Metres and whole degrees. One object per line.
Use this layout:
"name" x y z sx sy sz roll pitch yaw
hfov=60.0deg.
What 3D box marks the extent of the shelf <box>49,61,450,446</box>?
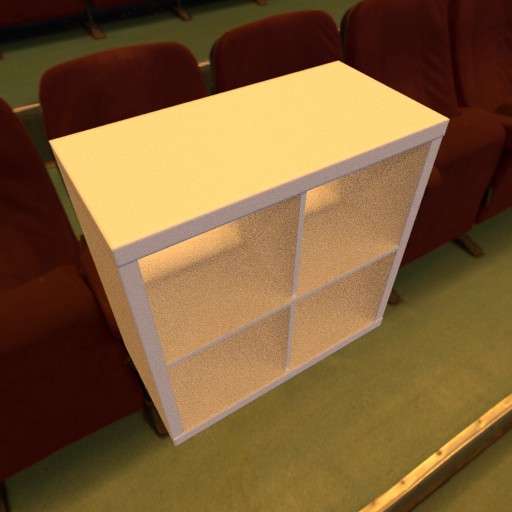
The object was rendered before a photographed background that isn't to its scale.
"shelf" 0.000 0.000 1.249 0.790 0.786 0.390 -24 50 -22
